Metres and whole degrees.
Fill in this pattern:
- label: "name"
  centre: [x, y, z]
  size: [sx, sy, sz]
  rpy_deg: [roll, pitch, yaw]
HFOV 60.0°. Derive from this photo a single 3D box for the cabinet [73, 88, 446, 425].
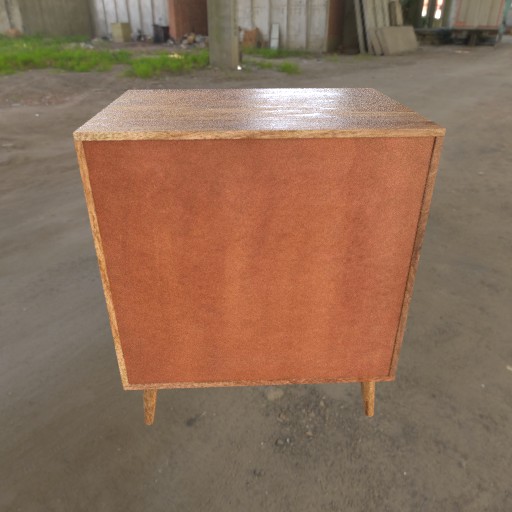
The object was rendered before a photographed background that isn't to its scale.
- label: "cabinet"
  centre: [0.000, 0.000, 1.156]
  size: [0.647, 0.758, 0.473]
  rpy_deg: [-1, 29, -2]
